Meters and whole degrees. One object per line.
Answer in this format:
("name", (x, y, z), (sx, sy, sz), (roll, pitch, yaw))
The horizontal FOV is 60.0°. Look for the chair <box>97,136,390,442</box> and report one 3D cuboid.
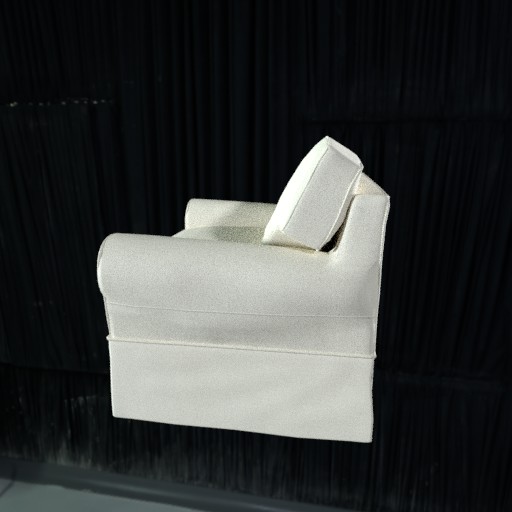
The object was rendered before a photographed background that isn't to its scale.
("chair", (0.000, 0.000, 1.835), (0.904, 0.958, 1.099), (2, 15, 8))
